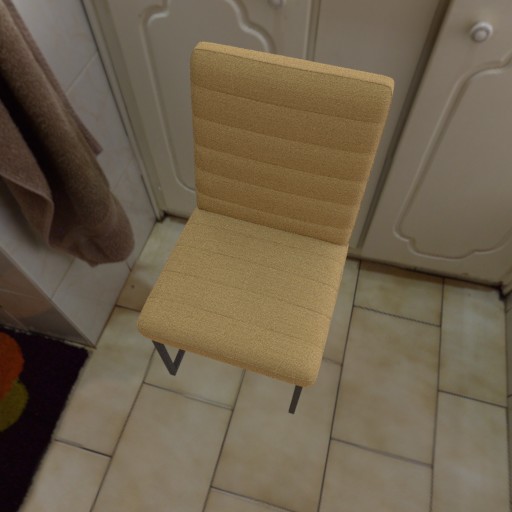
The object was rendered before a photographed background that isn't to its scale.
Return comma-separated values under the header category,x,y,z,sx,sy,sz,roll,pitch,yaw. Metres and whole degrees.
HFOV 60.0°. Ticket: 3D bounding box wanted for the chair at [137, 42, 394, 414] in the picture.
category,x,y,z,sx,sy,sz,roll,pitch,yaw
chair,0.000,0.000,1.322,0.520,0.930,0.634,15,59,9
